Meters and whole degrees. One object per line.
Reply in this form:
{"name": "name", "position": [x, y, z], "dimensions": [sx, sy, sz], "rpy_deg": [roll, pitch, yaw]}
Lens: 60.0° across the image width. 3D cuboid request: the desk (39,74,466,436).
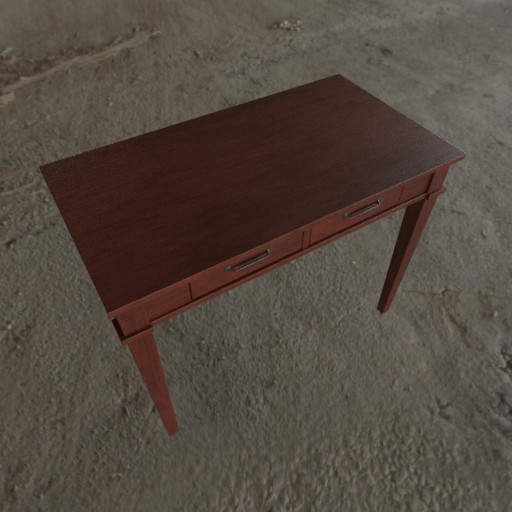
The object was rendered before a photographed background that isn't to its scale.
{"name": "desk", "position": [0.000, 0.000, 1.462], "dimensions": [1.001, 0.762, 0.549], "rpy_deg": [-24, 52, -21]}
